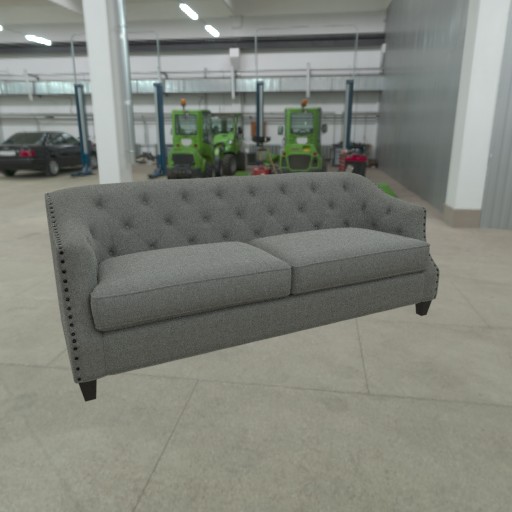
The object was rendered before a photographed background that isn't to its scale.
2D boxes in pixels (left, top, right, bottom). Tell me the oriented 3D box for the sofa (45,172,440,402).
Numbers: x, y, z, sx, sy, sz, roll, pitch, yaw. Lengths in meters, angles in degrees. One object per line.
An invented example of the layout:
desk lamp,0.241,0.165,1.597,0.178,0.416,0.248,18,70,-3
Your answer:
sofa,0.000,0.000,2.717,2.235,0.901,0.914,-8,18,-26
